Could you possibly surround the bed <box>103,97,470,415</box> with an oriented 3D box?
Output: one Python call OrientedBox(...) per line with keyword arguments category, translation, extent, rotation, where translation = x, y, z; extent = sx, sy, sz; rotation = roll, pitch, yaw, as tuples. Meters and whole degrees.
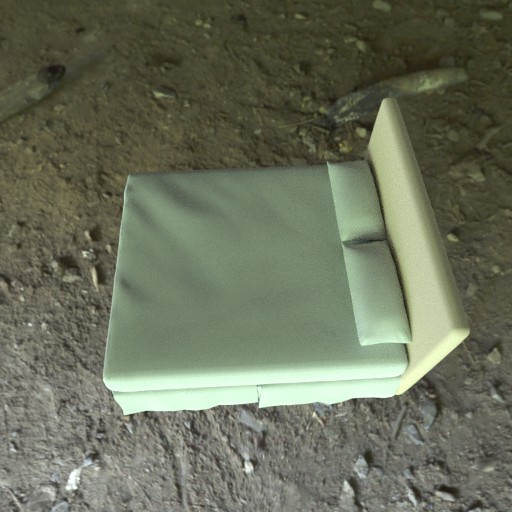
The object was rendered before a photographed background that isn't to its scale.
OrientedBox(category="bed", translation=(0.000, 0.000, 3.246), extent=(2.142, 1.330, 1.884), rotation=(-3, 59, -2))
